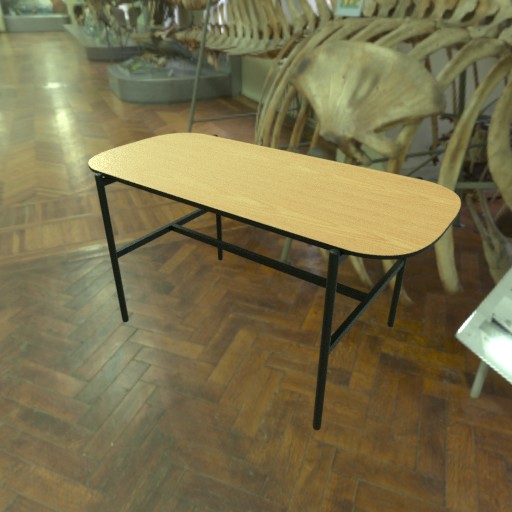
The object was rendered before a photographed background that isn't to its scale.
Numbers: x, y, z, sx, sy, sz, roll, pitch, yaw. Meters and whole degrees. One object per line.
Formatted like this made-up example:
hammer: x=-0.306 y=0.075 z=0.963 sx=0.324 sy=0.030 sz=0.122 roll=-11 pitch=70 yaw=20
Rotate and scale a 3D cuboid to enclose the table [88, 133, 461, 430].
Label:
table: x=0.000 y=0.000 z=1.044 sx=0.800 sy=0.400 sz=0.400 roll=20 pitch=36 yaw=30
